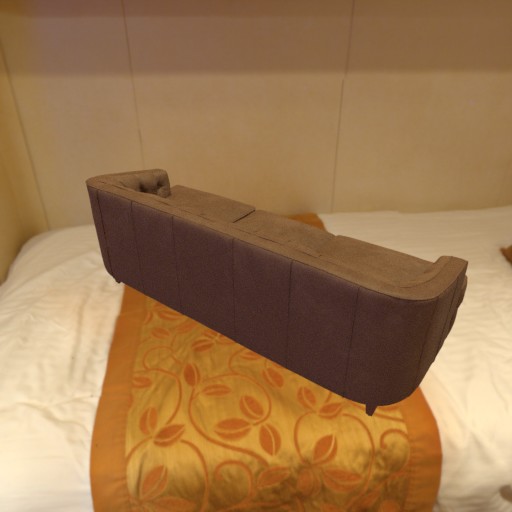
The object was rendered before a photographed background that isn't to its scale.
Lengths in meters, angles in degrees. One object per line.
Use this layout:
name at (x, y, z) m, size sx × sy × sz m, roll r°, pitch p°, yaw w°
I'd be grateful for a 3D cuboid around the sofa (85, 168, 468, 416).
sofa at (0.000, 0.000, 2.665) m, size 2.227 × 0.787 × 0.927 m, roll 21°, pitch 36°, yaw 31°
